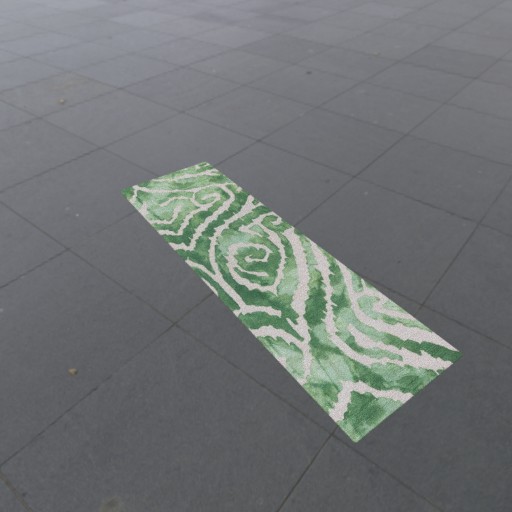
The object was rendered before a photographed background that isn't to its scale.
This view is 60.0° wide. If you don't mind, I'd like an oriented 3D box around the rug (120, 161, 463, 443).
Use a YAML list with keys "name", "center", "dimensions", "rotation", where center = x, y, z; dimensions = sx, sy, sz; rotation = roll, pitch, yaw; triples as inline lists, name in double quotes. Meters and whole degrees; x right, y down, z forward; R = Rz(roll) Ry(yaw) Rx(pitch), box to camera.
- name: "rug"
  center: [0.000, 0.000, 2.774]
  dimensions: [0.761, 0.006, 2.438]
  rotation: [-26, 47, -27]
